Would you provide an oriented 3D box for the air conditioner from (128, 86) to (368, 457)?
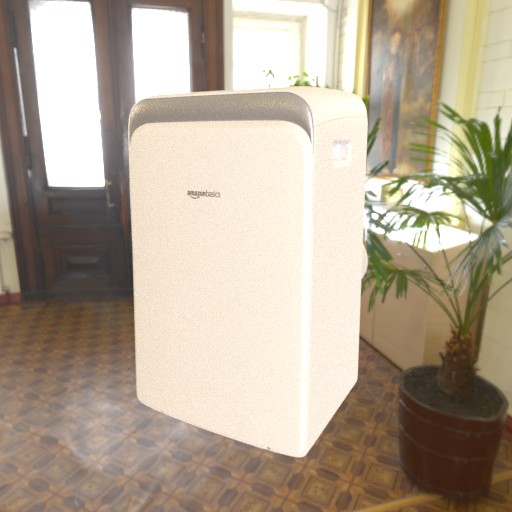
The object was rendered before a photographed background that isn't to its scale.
[{"bbox_3d":[0.000,0.000,1.083,0.478,0.765,0.467,8,17,27],"label":"air conditioner"}]
